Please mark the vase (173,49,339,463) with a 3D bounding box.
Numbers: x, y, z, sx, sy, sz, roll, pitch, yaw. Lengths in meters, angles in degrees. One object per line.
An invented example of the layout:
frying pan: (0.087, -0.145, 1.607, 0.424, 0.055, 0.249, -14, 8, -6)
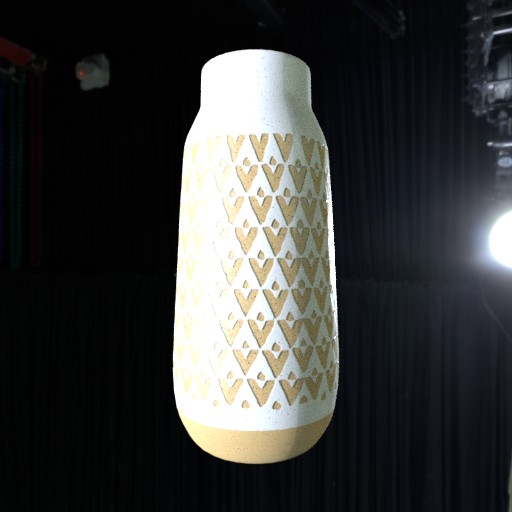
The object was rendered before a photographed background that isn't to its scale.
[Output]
vase: (0.000, 0.000, 0.373, 0.137, 0.307, 0.137, 0, 1, 0)
